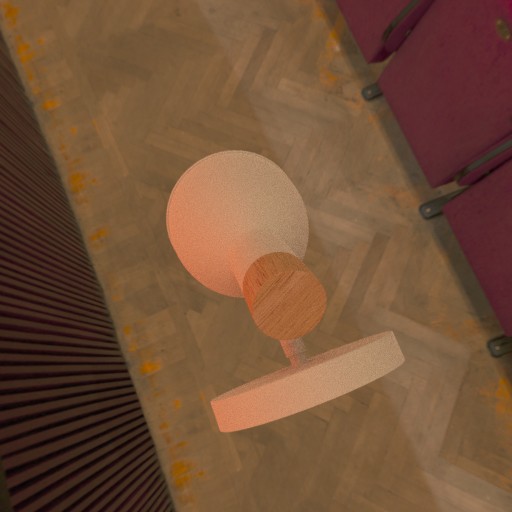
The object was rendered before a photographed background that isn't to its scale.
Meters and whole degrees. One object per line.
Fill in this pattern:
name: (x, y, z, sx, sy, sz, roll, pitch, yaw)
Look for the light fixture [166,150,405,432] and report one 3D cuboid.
light fixture: (0.000, 0.000, 0.332, 0.127, 0.199, 0.209, -20, 77, -5)
